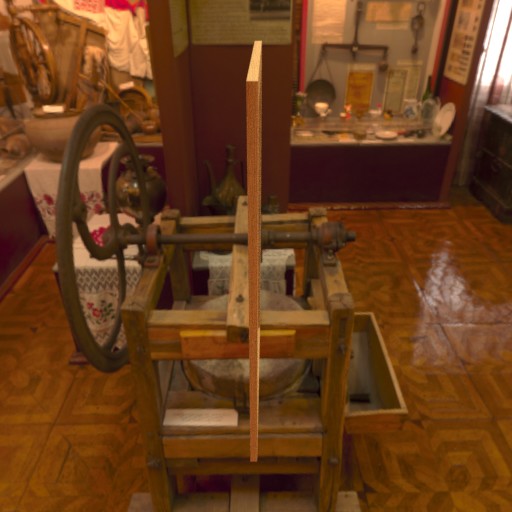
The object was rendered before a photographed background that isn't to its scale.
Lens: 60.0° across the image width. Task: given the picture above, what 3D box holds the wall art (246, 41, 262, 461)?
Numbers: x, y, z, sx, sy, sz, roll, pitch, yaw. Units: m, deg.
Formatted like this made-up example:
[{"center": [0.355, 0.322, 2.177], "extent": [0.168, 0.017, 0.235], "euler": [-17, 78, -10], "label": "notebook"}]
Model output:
[{"center": [0.000, 0.000, 0.824], "extent": [0.013, 0.683, 0.381], "euler": [1, 32, 1], "label": "wall art"}]
